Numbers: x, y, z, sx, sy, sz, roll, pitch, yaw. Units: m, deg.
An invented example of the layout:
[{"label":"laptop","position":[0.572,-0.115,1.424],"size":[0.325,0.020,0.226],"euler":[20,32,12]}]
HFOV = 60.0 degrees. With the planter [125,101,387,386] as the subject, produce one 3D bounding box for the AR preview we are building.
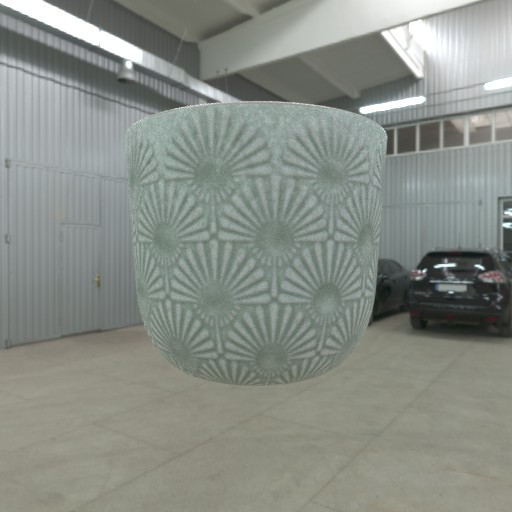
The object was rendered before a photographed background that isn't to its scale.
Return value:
[{"label":"planter","position":[0.000,0.000,0.299],"size":[0.170,0.152,0.170],"euler":[0,0,0]}]
